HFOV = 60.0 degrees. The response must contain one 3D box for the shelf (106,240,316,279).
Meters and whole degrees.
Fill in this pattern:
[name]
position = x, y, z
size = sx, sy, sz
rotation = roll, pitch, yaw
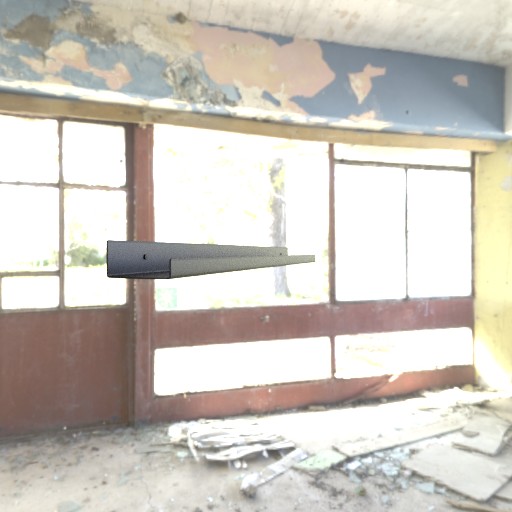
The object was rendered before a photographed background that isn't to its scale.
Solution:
[shelf]
position = 0.000, 0.000, 0.984
size = 0.092, 0.049, 0.924
rotation = 0, 1, 18
